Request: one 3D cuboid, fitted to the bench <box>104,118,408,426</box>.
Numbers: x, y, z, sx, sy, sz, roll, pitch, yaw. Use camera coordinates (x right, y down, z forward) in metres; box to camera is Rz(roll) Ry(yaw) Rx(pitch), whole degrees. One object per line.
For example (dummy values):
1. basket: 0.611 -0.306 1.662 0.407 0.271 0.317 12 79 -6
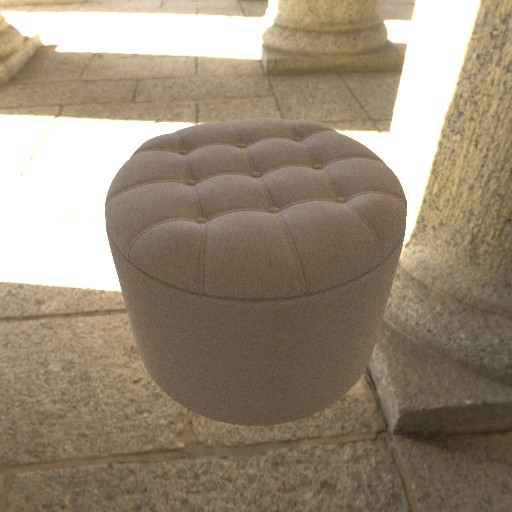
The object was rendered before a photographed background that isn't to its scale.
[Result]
1. bench: 0.000 0.000 1.002 0.600 0.454 0.600 0 40 0
